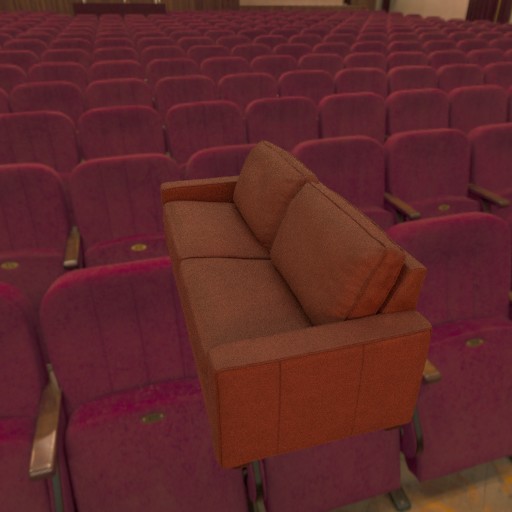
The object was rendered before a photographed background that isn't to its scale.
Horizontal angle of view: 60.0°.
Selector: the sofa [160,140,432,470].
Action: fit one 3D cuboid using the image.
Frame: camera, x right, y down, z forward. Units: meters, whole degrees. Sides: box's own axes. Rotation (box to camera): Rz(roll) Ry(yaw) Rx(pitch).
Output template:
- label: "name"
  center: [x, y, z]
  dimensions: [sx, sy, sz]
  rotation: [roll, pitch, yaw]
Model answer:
- label: "sofa"
  center: [0.000, 0.000, 2.581]
  dimensions: [0.940, 0.919, 2.080]
  rotation: [-8, 30, -14]
